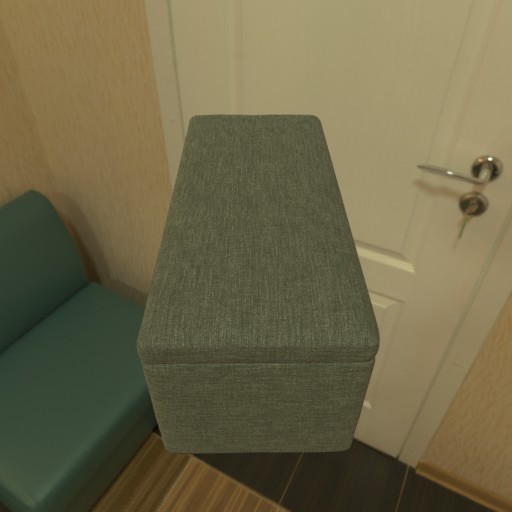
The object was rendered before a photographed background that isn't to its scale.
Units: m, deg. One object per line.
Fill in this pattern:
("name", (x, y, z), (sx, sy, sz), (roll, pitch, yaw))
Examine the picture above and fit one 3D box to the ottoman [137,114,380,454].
("ottoman", (0.000, 0.000, 1.162), (0.419, 0.432, 0.902), (0, 41, 0))
